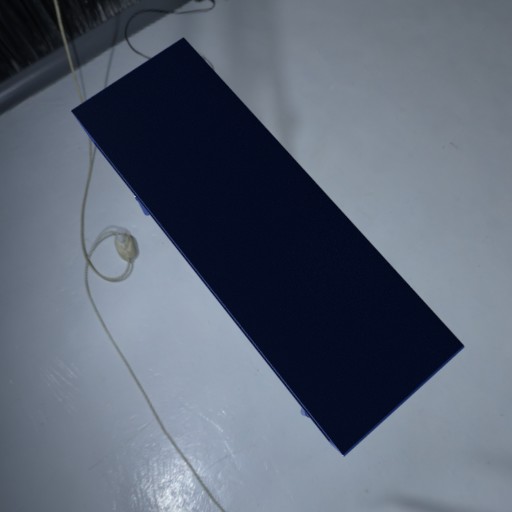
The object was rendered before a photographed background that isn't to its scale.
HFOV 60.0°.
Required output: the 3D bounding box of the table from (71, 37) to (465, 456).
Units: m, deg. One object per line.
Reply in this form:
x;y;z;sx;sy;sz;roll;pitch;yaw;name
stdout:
0.000;0.000;1.482;0.399;0.749;1.118;-38;78;-9;table
